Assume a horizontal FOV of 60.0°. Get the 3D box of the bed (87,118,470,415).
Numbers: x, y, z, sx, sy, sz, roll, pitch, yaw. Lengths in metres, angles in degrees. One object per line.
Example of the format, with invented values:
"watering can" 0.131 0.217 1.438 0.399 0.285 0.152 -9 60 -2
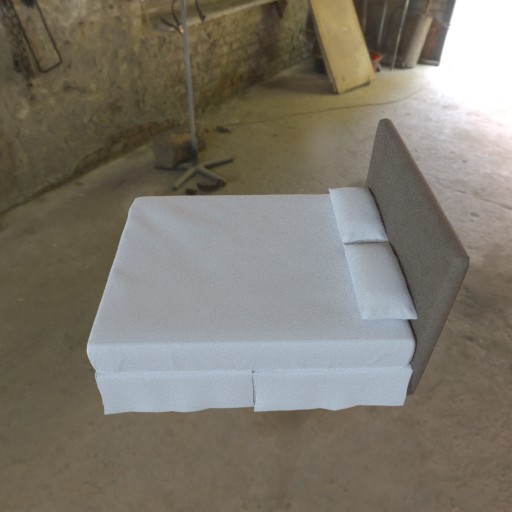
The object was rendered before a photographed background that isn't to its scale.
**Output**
"bed" 0.000 0.000 3.191 2.142 1.330 1.723 -1 42 -1
